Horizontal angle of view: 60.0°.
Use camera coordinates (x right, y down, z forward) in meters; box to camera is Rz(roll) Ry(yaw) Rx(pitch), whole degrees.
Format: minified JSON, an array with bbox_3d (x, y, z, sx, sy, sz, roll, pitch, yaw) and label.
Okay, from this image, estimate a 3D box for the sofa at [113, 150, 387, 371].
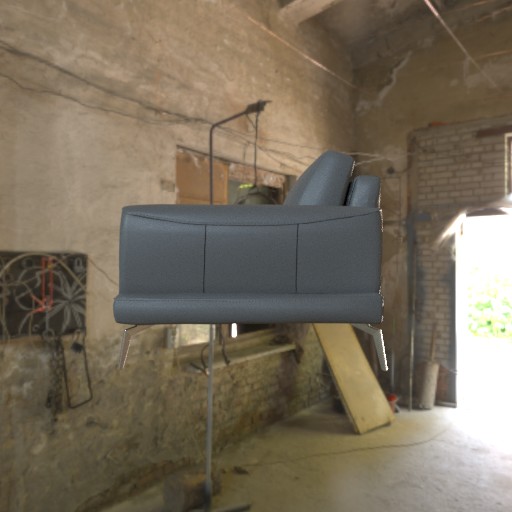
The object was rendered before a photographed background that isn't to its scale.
[{"bbox_3d":[0.000,0.000,2.774,1.121,0.930,2.177,0,0,1],"label":"sofa"}]
